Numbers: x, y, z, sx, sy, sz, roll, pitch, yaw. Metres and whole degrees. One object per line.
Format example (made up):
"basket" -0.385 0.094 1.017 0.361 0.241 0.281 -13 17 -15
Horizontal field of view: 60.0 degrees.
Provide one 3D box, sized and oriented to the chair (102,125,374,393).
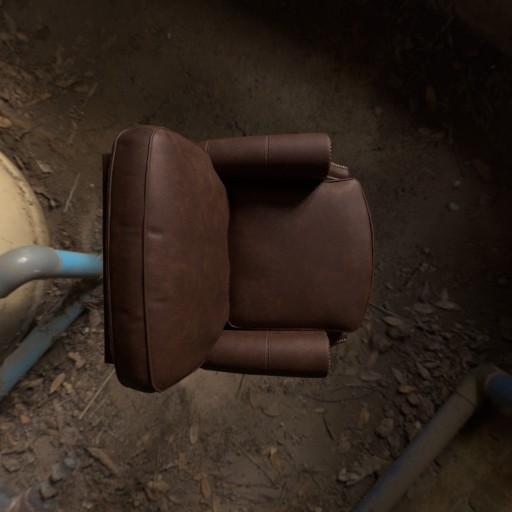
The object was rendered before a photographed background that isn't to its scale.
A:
"chair" 0.000 0.000 1.762 0.986 1.018 0.936 0 92 0
